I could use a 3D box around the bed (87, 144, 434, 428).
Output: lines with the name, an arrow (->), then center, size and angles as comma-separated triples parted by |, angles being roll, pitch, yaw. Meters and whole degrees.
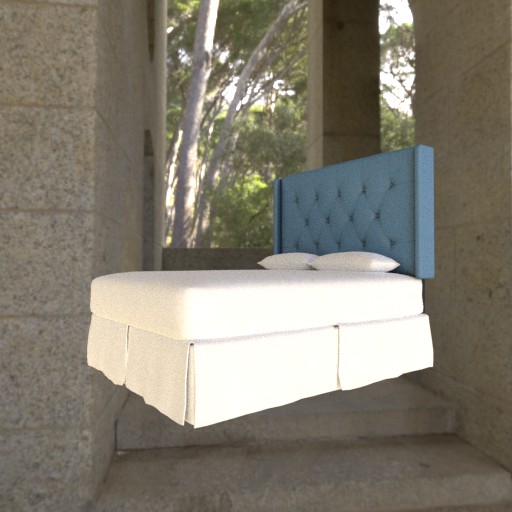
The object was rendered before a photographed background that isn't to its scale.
bed -> 0.000, 0.000, 3.350 | 2.078, 1.665, 1.719 | 1, -1, -37
